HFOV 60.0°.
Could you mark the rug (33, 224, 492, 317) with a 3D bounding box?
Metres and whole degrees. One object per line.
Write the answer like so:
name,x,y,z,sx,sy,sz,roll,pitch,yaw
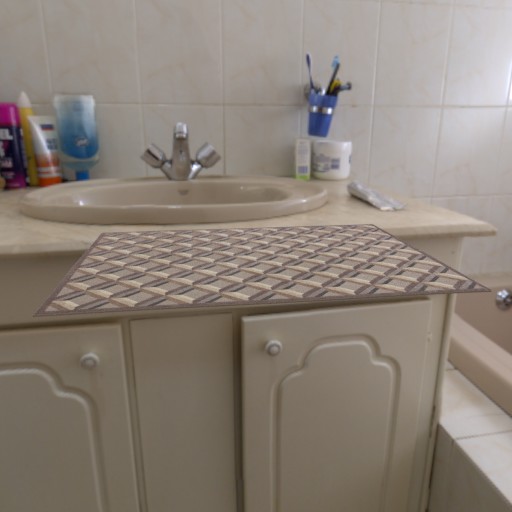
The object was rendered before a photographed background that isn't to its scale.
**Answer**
rug,0.000,0.000,2.906,2.260,0.013,1.600,-2,17,-8
